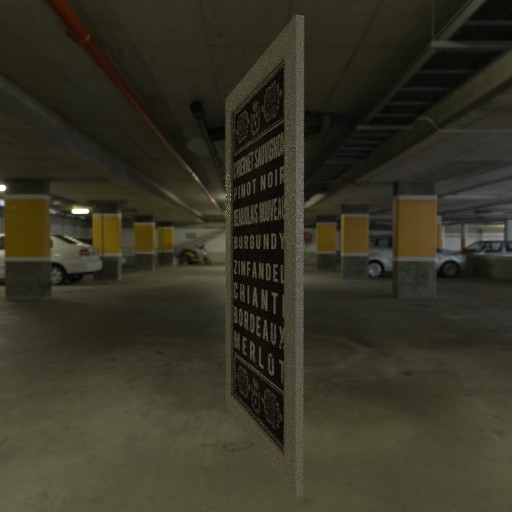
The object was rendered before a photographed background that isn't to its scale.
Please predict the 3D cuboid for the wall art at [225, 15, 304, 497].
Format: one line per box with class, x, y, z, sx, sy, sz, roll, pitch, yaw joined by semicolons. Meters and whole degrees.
wall art;0.000;0.000;0.808;0.013;0.683;0.380;0;1;-19
